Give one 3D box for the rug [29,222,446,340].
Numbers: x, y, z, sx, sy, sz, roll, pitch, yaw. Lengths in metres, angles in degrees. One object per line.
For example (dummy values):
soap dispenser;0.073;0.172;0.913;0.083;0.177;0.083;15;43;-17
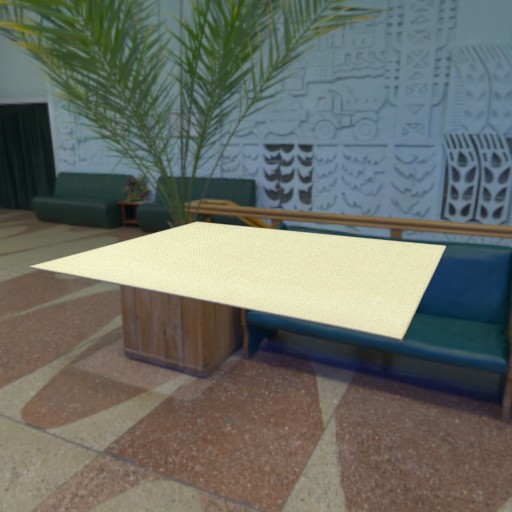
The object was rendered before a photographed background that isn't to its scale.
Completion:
rug;0.000;0.000;4.087;3.039;0.018;2.462;7;16;27
